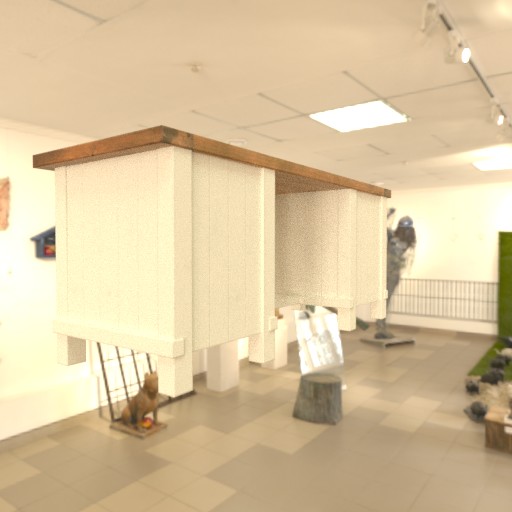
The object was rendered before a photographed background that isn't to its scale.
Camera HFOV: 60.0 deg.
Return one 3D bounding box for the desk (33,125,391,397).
[{"bbox_3d":[0.000,0.000,2.143,0.688,0.760,1.803,1,2,36],"label":"desk"}]
